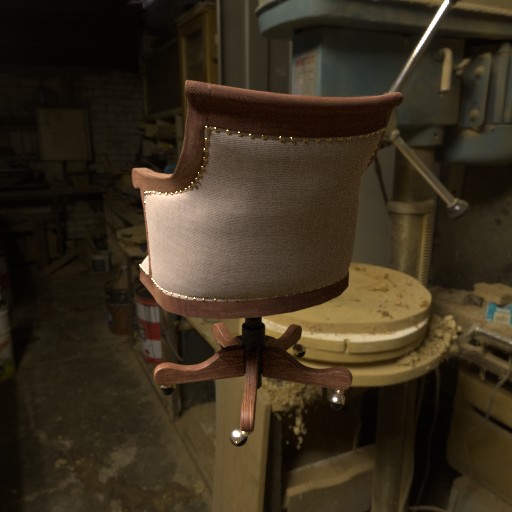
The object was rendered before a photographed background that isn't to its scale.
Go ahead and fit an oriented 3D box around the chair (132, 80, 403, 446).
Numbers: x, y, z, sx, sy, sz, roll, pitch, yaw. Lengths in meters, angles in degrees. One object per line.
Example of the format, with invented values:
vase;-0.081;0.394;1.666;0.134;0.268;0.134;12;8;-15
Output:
chair;0.000;0.000;1.409;0.656;0.965;0.689;-8;17;-26
